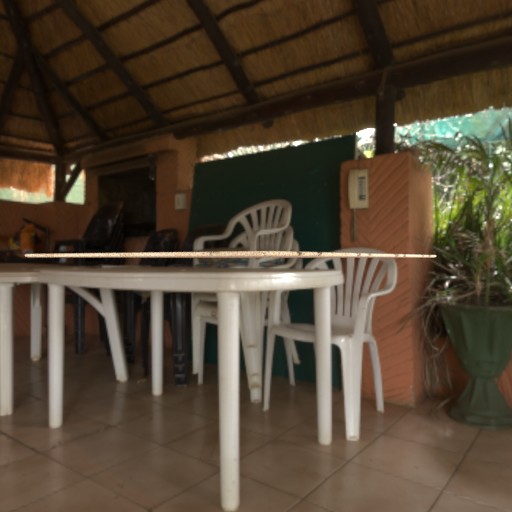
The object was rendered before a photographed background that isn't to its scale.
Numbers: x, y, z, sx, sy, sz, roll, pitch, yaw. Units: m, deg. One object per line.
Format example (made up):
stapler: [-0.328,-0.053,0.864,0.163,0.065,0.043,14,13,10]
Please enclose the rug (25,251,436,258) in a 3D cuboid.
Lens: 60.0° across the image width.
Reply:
rug: [0.000,0.000,4.029,2.399,0.026,3.000,0,0,36]
